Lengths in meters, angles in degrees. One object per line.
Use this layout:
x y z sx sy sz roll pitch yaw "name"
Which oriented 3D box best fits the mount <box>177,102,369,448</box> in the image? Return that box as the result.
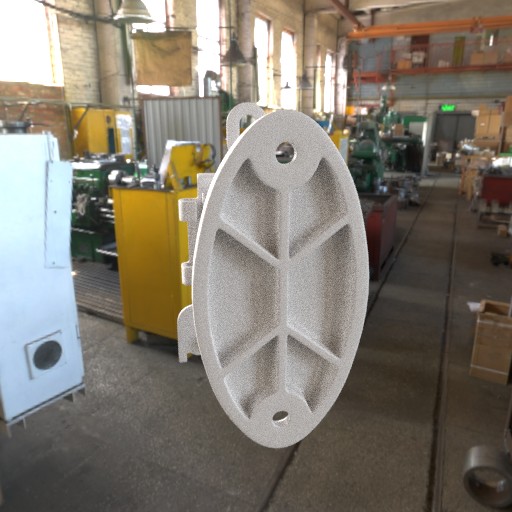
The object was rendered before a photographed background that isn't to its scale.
0.000 0.000 0.177 0.066 0.118 0.100 -3 17 -9 "mount"
